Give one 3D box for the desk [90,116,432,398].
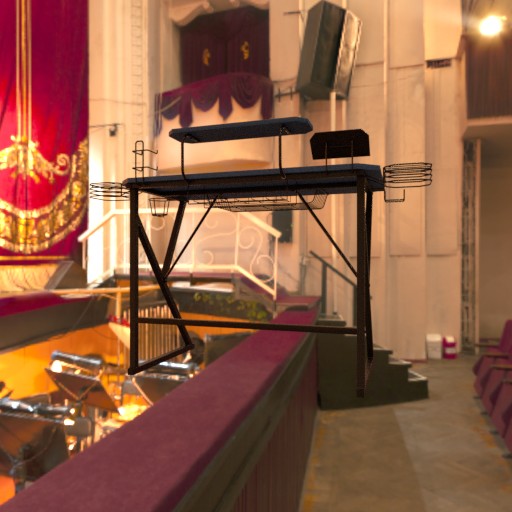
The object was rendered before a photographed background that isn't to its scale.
[{"bbox_3d":[0.000,0.000,1.779,1.295,0.909,0.594,0,0,18],"label":"desk"}]
